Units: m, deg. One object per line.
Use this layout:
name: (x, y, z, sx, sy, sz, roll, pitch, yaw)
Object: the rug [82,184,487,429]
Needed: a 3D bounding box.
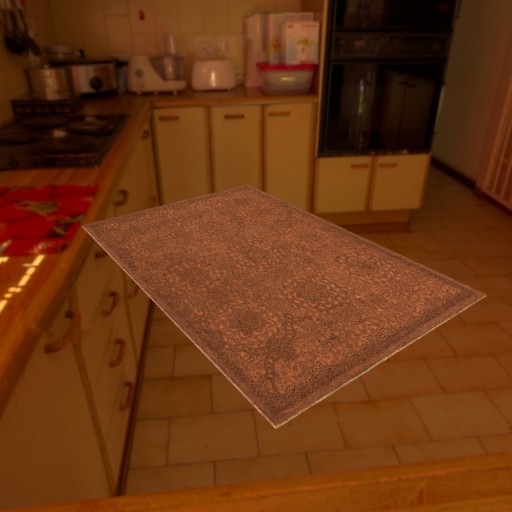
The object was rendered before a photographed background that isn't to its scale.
rug: (0.000, 0.000, 2.300, 1.208, 0.012, 1.819, -20, 34, -32)
